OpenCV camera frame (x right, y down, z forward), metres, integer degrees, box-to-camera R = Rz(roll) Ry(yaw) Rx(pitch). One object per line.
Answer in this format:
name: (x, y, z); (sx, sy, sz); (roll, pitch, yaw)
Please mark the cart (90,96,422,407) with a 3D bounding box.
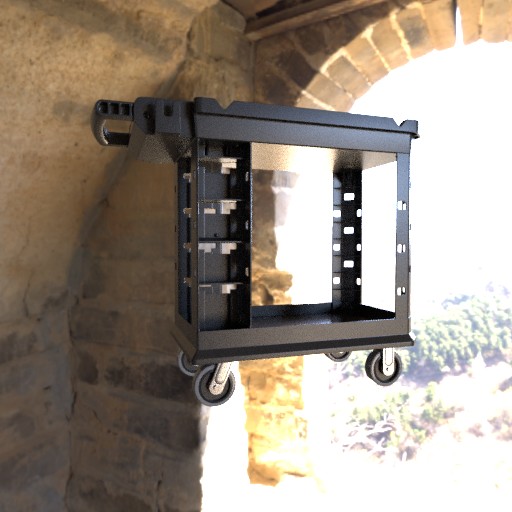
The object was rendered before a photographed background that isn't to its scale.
cart: (0.000, 0.000, 1.529); (1.061, 0.884, 0.497); (-1, 2, -18)
